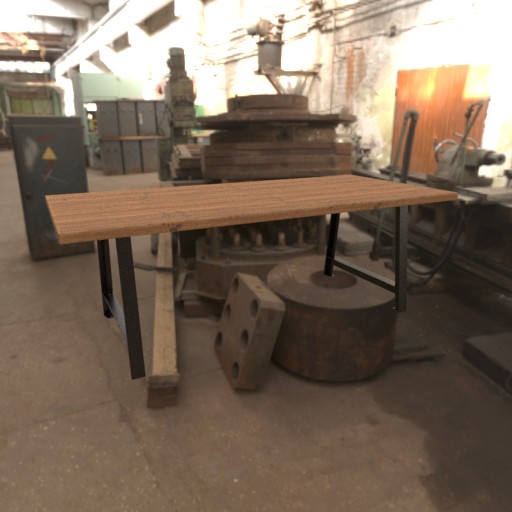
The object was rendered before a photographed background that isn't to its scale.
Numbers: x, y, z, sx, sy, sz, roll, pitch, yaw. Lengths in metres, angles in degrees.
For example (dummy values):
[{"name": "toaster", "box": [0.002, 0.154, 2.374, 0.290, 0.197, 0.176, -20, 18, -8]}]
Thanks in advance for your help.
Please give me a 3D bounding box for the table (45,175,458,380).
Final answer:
[{"name": "table", "box": [0.000, 0.000, 2.697, 2.200, 0.757, 1.000, -9, 19, -26]}]
